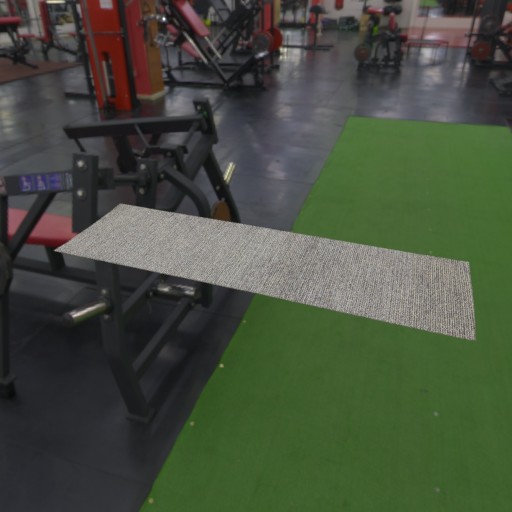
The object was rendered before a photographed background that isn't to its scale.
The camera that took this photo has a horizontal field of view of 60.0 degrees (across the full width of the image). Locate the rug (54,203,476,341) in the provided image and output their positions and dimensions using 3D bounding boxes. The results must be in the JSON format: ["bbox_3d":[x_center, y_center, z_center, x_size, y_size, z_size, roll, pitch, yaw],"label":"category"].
[{"bbox_3d":[0.000,0.000,2.579,2.335,0.013,0.697,11,33,17],"label":"rug"}]
